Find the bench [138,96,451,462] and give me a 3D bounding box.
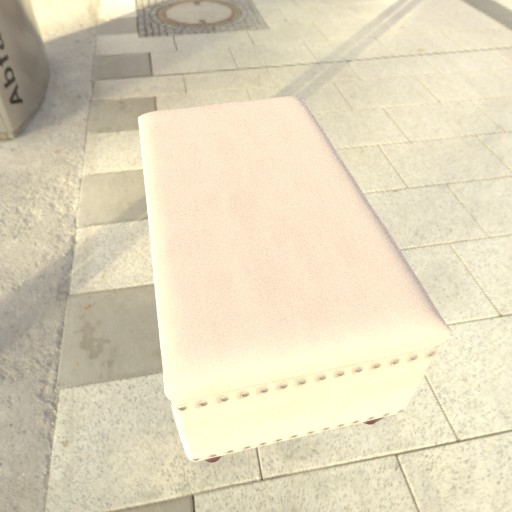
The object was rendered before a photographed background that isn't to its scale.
[{"bbox_3d":[0.000,0.000,1.168,0.500,0.449,0.887,-10,47,-9],"label":"bench"}]
